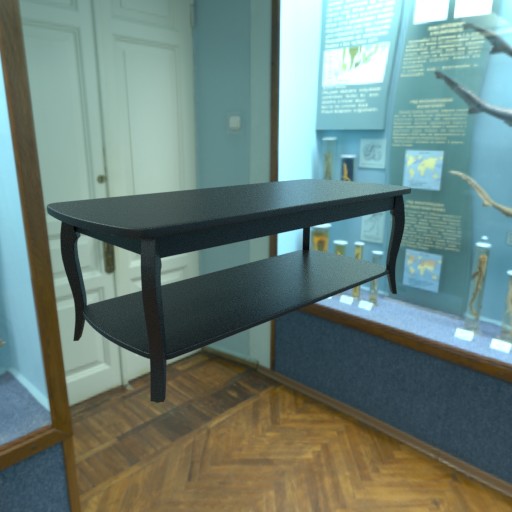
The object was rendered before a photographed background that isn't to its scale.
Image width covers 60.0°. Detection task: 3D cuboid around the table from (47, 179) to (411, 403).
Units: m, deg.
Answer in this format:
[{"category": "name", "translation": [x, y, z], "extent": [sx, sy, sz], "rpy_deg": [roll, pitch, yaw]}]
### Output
[{"category": "table", "translation": [0.000, 0.000, 1.643], "extent": [1.333, 0.457, 0.571], "rpy_deg": [-14, 20, -42]}]
